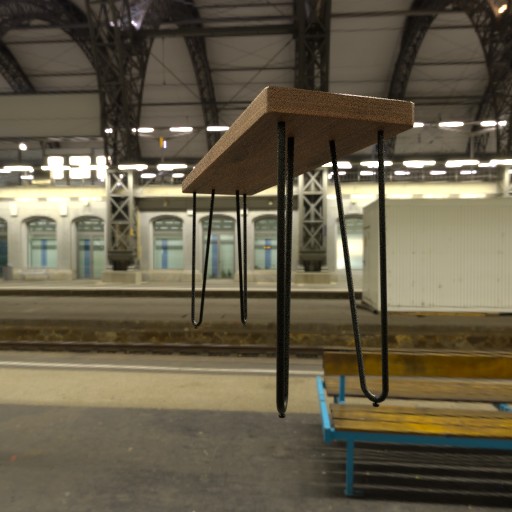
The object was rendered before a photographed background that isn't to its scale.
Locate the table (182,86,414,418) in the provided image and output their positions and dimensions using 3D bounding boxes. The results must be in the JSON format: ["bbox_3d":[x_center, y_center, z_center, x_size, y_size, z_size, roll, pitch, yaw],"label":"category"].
[{"bbox_3d":[0.000,0.000,1.873,0.425,0.834,1.570,0,1,-17],"label":"table"}]
